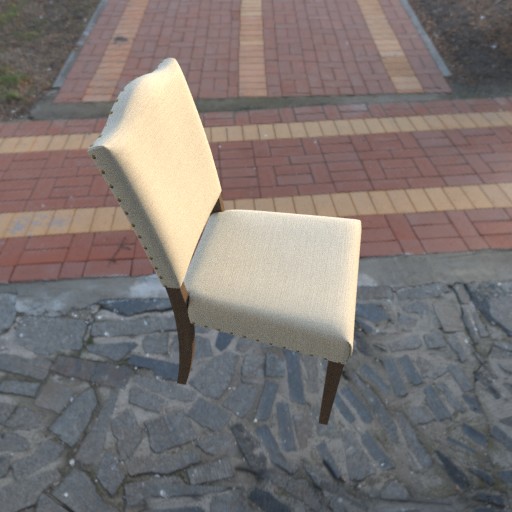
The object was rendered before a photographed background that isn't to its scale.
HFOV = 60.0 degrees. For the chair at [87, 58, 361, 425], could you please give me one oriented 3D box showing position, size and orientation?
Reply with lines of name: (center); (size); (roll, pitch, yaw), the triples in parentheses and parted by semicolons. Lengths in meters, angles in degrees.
chair: (0.000, 0.000, 1.330); (0.619, 1.015, 0.508); (9, 47, 8)
